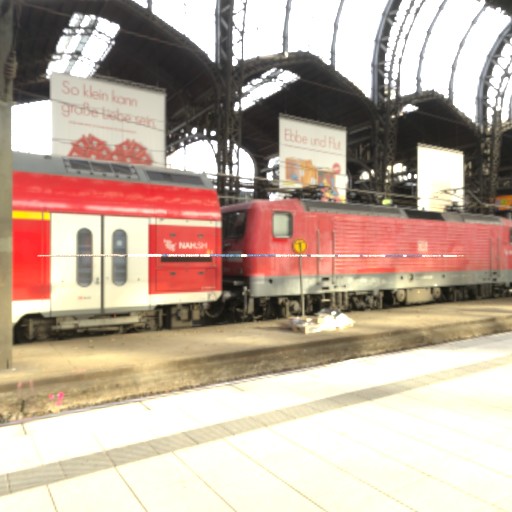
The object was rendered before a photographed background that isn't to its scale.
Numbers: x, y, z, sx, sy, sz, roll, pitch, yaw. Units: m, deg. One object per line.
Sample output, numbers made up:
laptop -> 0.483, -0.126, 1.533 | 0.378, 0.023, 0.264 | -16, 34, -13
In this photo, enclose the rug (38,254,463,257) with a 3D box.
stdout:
rug -> 0.000, 0.000, 2.986 | 2.441, 0.010, 1.532 | 0, 0, -35
